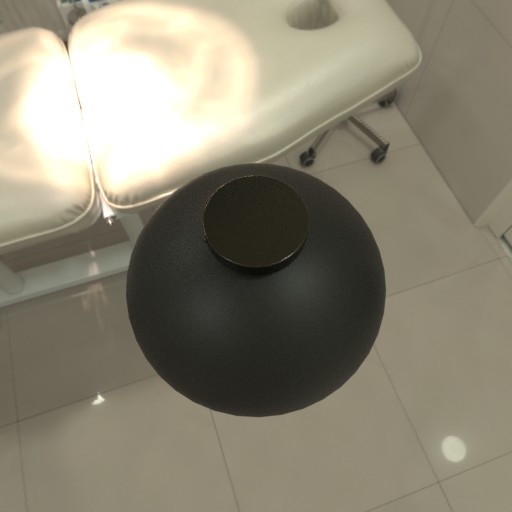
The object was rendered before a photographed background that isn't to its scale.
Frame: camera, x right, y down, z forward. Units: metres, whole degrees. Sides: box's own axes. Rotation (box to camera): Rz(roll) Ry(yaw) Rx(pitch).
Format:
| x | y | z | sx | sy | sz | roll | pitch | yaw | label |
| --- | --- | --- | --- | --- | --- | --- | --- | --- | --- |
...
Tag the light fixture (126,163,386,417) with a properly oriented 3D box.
| x | y | z | sx | sy | sz | roll | pitch | yaw | label |
| --- | --- | --- | --- | --- | --- | --- | --- | --- | --- |
| 0.000 | 0.000 | 0.544 | 0.355 | 0.177 | 0.355 | 0 | 64 | 0 | light fixture |
